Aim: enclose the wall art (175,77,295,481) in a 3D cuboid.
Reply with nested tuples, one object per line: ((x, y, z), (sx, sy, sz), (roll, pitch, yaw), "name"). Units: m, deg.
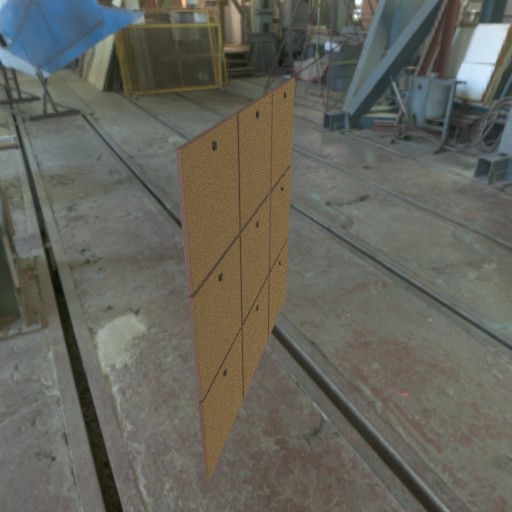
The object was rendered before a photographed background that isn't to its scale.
((0.000, 0.000, 1.823), (0.024, 1.218, 1.221), (8, 30, 14), "wall art")
